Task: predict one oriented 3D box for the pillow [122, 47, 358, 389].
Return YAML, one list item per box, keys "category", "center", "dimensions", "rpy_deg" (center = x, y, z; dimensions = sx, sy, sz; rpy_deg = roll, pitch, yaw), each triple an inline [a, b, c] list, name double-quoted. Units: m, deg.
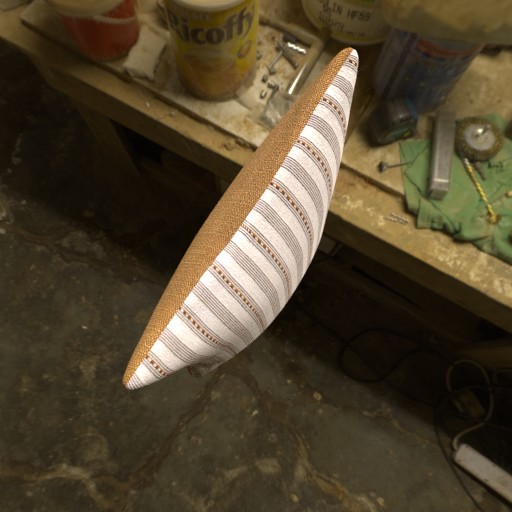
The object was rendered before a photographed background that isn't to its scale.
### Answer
- category: "pillow"
  center: [0.000, 0.000, 0.655]
  dimensions: [0.147, 0.437, 0.432]
  rpy_deg: [30, 77, 8]
